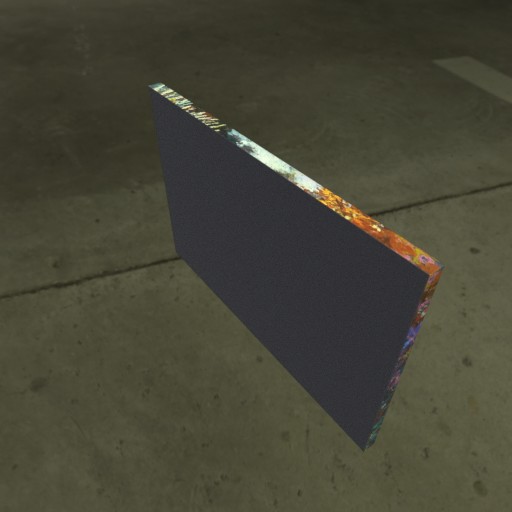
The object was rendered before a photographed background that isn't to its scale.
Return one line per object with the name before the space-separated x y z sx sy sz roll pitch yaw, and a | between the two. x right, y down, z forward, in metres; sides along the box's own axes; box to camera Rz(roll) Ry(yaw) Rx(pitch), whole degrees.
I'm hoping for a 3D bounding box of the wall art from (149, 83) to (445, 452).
wall art | 0.000 0.000 1.142 0.037 0.604 0.908 -27 49 -27
